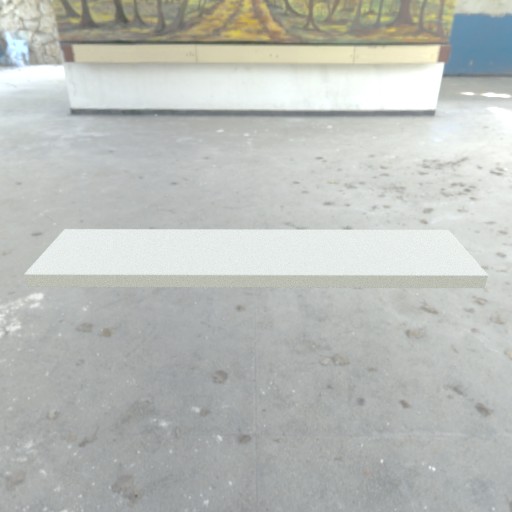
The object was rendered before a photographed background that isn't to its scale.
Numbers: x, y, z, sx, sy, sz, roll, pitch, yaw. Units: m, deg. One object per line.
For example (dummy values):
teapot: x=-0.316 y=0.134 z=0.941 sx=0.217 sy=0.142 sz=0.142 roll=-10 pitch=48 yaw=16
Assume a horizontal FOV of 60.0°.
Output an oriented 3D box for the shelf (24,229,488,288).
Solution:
shelf: x=0.000 y=0.000 z=0.647 sx=0.610 sy=0.020 sz=0.140 roll=0 pitch=29 yaw=0
